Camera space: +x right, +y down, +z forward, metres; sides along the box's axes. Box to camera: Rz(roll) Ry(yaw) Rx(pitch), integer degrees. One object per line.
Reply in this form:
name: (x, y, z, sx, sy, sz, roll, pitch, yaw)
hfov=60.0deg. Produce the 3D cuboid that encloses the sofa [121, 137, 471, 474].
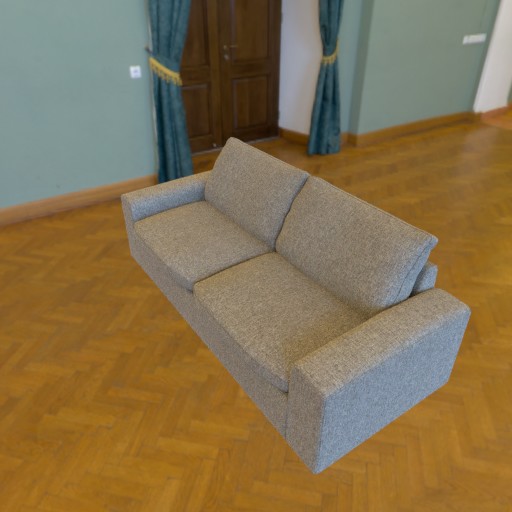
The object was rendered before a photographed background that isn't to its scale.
sofa: (0.000, 0.000, 2.809, 1.040, 0.922, 2.299, -20, 38, -28)
